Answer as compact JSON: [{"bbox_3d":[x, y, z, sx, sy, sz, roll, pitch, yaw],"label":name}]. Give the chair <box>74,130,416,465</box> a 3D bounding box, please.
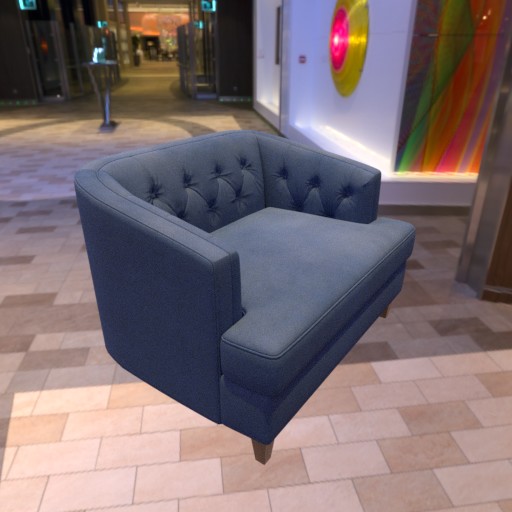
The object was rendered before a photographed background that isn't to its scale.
[{"bbox_3d":[0.000,0.000,1.746,0.914,0.787,1.118,17,30,32],"label":"chair"}]
